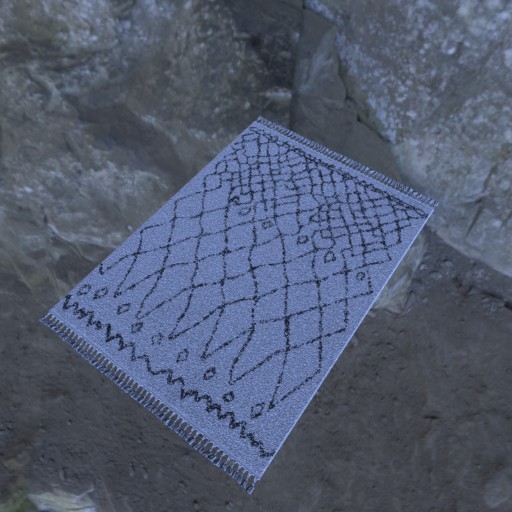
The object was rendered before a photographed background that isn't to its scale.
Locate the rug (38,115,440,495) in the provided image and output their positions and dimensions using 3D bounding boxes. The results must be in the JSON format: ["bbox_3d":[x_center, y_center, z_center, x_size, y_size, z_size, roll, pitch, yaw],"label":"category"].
[{"bbox_3d":[0.000,0.000,2.954,1.613,0.017,2.312,31,62,19],"label":"rug"}]
